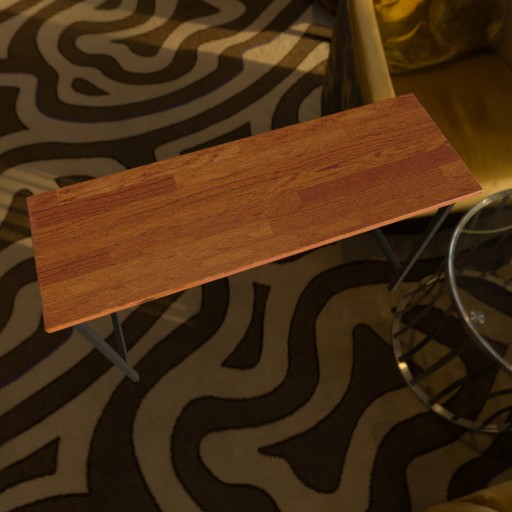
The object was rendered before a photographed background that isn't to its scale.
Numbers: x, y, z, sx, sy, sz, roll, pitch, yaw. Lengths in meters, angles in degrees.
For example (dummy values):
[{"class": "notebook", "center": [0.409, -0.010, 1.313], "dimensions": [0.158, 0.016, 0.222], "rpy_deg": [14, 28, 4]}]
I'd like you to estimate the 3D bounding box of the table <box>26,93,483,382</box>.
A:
[{"class": "table", "center": [0.000, 0.000, 1.555], "dimensions": [1.204, 0.740, 0.408], "rpy_deg": [-18, 64, -9]}]
